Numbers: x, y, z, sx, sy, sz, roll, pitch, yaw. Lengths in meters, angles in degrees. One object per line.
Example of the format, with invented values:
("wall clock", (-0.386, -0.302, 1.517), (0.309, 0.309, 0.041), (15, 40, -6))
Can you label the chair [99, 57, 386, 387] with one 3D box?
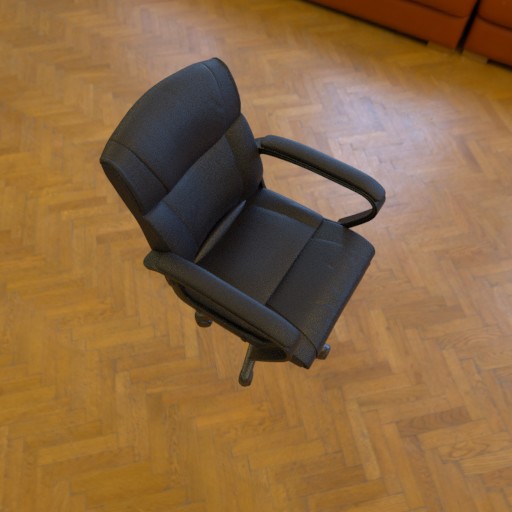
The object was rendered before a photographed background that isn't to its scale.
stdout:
("chair", (0.000, 0.000, 1.398), (0.641, 0.998, 0.576), (28, 62, 16))
